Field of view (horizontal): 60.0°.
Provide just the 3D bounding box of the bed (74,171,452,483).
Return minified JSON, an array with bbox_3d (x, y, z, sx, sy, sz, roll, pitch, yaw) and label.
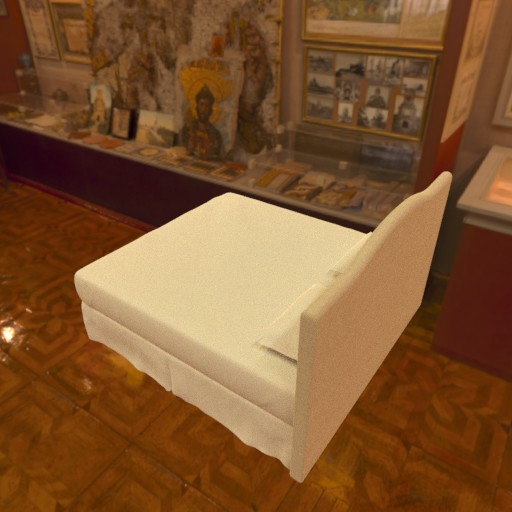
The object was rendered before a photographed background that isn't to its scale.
[{"bbox_3d":[0.000,0.000,3.491,2.182,1.421,2.083,21,38,30],"label":"bed"}]
